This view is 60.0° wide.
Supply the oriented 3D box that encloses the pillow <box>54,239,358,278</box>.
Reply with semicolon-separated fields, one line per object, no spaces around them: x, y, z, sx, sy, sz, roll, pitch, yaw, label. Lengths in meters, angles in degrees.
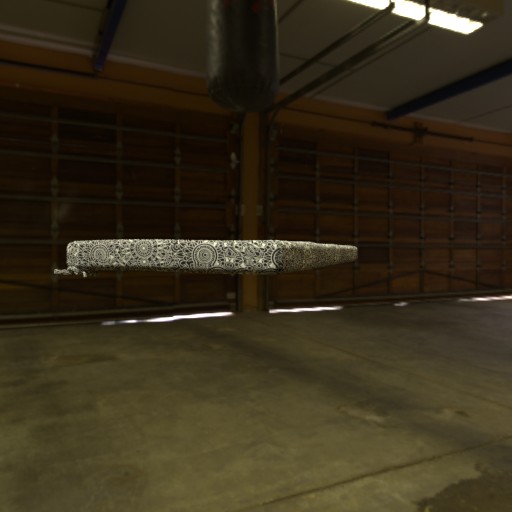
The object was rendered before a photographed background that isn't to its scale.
0.000;0.000;1.358;0.492;0.081;1.187;0;1;19;pillow
